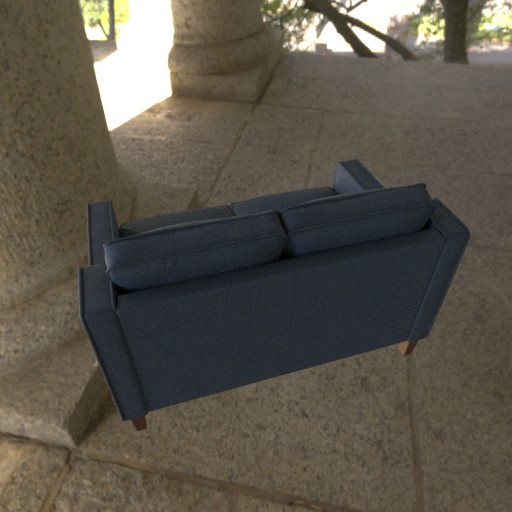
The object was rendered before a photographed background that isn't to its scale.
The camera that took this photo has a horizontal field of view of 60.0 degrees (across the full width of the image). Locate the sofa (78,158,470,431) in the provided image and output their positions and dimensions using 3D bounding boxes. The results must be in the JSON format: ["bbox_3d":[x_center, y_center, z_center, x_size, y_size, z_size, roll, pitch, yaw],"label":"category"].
[{"bbox_3d":[0.000,0.000,2.171,1.501,0.971,0.987,-12,43,-13],"label":"sofa"}]
